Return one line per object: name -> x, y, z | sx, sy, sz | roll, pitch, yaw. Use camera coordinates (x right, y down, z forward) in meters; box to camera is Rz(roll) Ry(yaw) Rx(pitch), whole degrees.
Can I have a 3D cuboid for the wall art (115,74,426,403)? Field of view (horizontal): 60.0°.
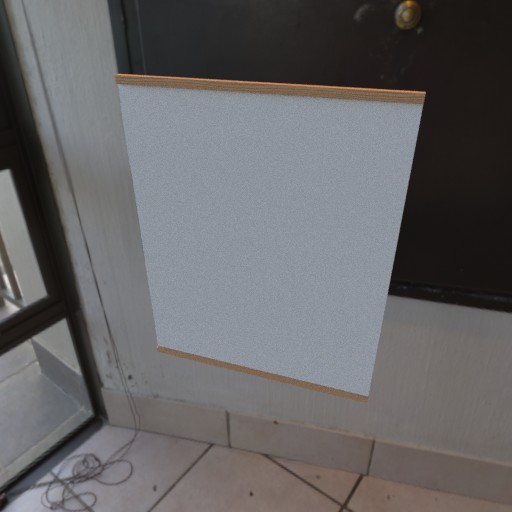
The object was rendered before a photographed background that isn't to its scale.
wall art -> 0.000, 0.000, 0.686 | 0.404, 0.507, 0.010 | 10, 32, 16
